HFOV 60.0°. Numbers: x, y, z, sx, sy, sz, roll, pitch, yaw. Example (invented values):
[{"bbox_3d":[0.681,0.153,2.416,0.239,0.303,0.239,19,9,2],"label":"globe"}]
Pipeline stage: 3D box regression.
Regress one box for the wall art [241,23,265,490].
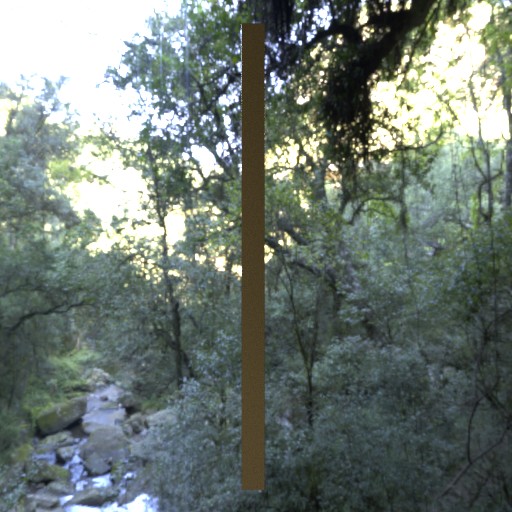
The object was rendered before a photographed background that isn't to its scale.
[{"bbox_3d":[0.000,0.000,1.028,0.038,0.762,0.610,0,1,1],"label":"wall art"}]
